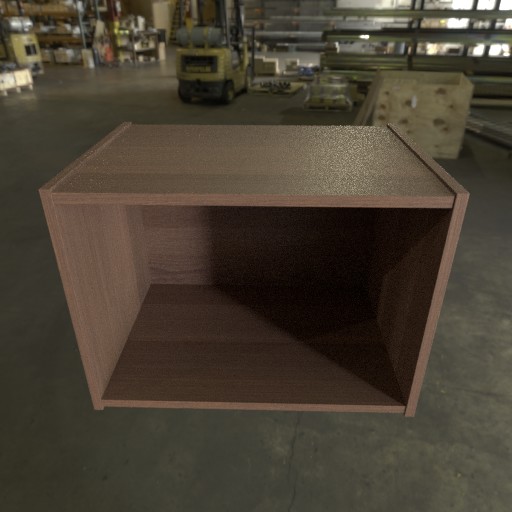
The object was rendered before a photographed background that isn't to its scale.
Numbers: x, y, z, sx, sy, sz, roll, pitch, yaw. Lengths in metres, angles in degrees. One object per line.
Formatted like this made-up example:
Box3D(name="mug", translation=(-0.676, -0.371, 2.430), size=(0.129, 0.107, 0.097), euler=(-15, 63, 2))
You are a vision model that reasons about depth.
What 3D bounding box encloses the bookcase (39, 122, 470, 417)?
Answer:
Box3D(name="bookcase", translation=(0.000, 0.000, 0.626), size=(0.415, 0.305, 0.290), euler=(1, 29, 1))
